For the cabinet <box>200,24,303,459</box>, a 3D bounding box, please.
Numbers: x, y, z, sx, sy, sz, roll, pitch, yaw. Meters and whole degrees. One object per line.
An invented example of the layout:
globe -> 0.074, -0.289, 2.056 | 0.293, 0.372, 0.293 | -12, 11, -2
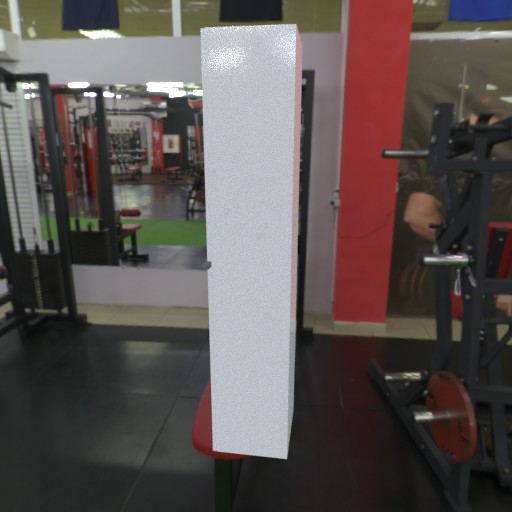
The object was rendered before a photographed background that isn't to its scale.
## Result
cabinet -> 0.000, 0.000, 1.553 | 0.270, 1.400, 0.300 | 2, 15, 9
